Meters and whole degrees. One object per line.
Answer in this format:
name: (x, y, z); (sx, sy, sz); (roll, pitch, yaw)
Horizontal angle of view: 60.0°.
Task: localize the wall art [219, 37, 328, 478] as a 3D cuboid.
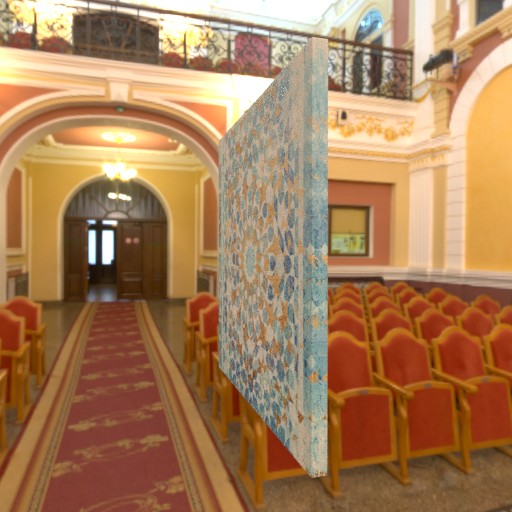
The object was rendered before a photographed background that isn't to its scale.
wall art: (0.000, 0.000, 1.362); (0.040, 0.916, 0.916); (0, 1, -17)
